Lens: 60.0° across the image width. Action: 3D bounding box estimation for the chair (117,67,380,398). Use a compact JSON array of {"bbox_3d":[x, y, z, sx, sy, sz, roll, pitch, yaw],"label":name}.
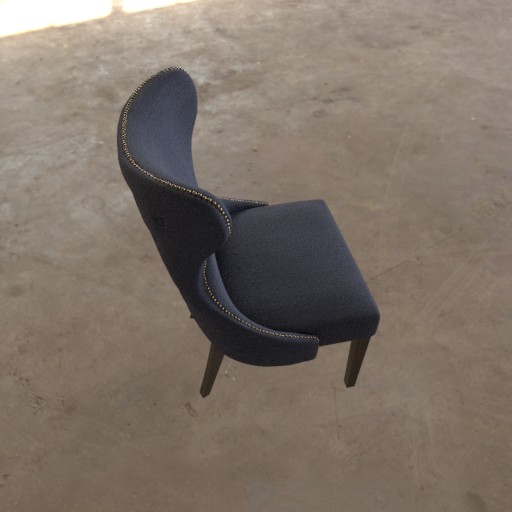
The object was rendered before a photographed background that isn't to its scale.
[{"bbox_3d":[0.000,0.000,1.360,0.635,0.967,0.628,-9,47,-8],"label":"chair"}]
